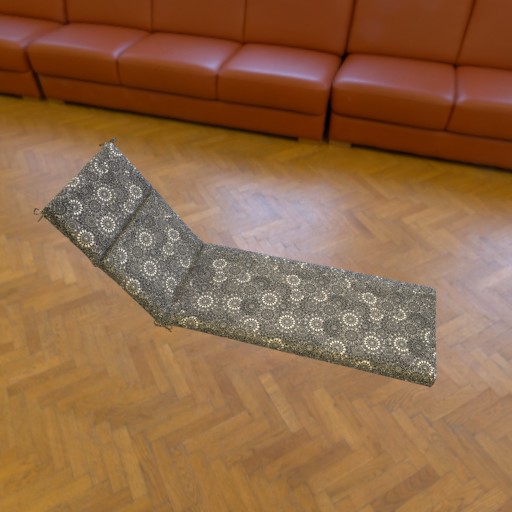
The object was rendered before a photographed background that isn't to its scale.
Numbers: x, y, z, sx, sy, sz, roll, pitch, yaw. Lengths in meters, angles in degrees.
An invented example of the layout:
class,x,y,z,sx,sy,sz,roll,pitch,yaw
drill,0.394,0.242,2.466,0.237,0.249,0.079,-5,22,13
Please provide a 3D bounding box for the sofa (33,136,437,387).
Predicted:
class,x,y,z,sx,sy,sz,roll,pitch,yaw
sofa,0.000,0.000,1.942,1.663,0.622,0.582,11,47,11
